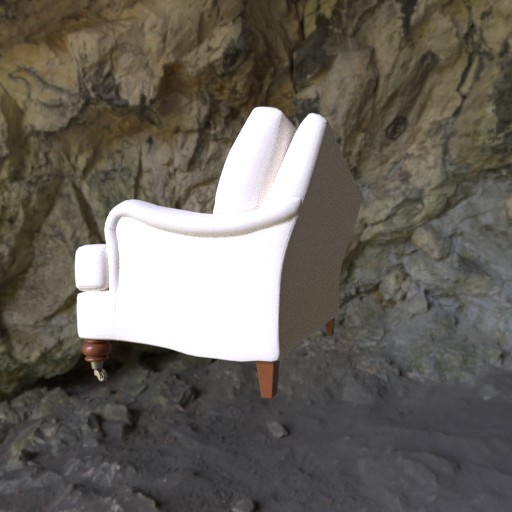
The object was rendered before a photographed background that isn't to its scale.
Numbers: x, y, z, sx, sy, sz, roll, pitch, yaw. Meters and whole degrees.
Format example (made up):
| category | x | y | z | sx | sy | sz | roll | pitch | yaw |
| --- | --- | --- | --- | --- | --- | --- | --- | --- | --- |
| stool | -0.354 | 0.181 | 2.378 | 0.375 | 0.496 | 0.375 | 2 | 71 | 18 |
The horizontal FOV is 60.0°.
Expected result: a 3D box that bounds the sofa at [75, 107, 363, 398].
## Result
| category | x | y | z | sx | sy | sz | roll | pitch | yaw |
| --- | --- | --- | --- | --- | --- | --- | --- | --- | --- |
| sofa | 0.000 | 0.000 | 2.544 | 1.084 | 1.101 | 1.853 | -1 | -2 | 17 |
